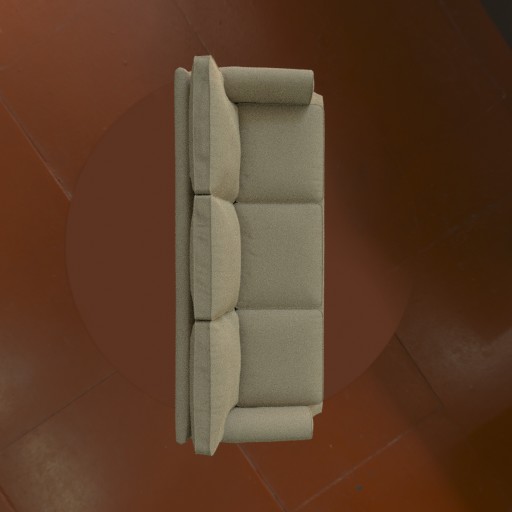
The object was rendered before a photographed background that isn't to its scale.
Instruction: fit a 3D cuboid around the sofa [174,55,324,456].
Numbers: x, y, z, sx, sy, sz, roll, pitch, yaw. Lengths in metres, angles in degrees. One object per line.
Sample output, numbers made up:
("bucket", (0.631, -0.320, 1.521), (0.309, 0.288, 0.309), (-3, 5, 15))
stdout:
("sofa", (0.000, 0.000, 2.891), (0.966, 0.948, 2.354), (0, 91, -2))
